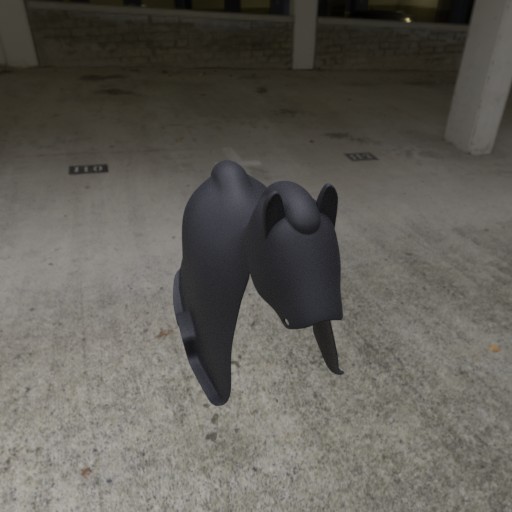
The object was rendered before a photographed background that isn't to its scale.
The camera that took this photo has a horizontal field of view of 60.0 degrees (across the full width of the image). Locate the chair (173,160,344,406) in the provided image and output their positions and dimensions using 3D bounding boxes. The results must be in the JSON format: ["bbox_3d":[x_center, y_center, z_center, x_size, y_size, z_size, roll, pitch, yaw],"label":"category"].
[{"bbox_3d":[0.000,0.000,1.152,0.429,0.612,0.800,-10,34,-15],"label":"chair"}]
